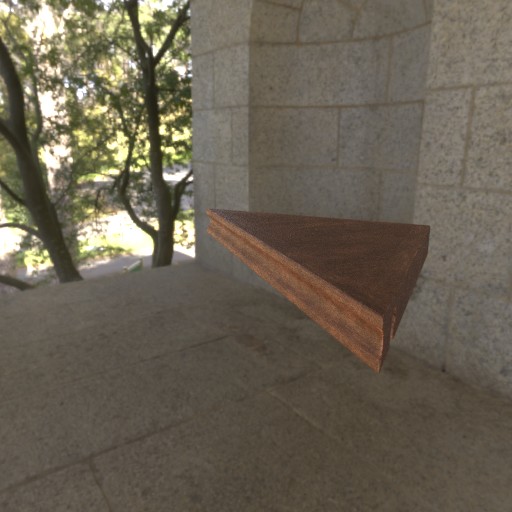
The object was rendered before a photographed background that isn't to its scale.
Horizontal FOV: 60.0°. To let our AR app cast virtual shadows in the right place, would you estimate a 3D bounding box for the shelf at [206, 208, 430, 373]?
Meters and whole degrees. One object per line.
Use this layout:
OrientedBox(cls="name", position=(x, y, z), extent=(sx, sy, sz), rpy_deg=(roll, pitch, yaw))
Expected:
OrientedBox(cls="shelf", position=(0.000, 0.000, 0.437), extent=(0.296, 0.035, 0.296), rpy_deg=(7, 16, 25))
